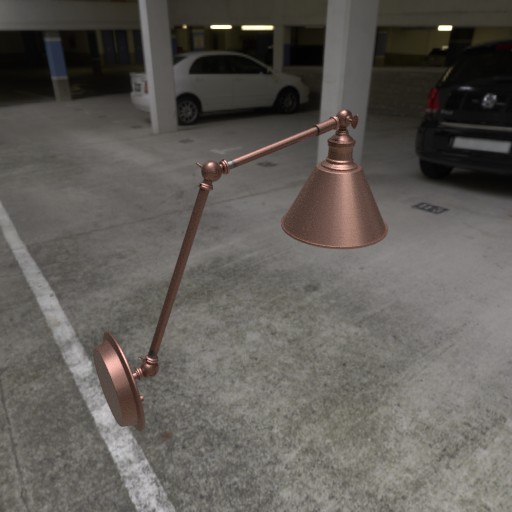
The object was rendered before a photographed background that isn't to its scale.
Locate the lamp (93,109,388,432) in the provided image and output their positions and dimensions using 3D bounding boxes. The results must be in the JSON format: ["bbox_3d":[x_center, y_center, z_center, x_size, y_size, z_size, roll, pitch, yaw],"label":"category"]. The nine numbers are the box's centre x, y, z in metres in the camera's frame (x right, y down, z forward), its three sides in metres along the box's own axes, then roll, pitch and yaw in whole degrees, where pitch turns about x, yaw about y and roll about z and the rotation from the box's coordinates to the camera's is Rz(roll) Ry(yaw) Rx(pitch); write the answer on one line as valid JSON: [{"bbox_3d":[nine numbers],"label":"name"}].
[{"bbox_3d":[0.000,0.000,0.846,0.624,0.502,0.223,-18,32,-30],"label":"lamp"}]
